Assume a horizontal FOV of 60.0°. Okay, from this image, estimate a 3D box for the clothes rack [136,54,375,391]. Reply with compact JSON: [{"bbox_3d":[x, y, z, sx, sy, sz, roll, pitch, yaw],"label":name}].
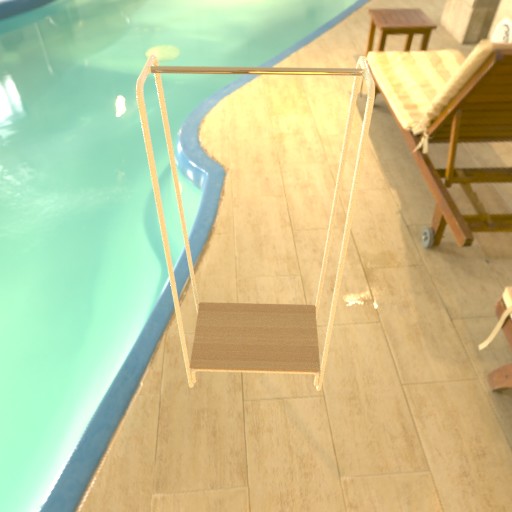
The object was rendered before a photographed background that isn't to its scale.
[{"bbox_3d":[0.000,0.000,1.773,0.640,1.500,0.400,1,45,1],"label":"clothes rack"}]
